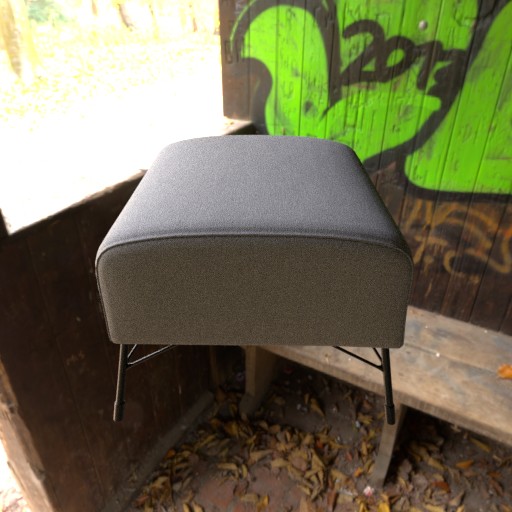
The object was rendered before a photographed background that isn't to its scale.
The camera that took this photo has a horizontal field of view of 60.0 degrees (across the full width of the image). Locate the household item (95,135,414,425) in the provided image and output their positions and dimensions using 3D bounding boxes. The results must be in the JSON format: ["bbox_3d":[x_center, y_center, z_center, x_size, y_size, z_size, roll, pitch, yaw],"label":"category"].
[{"bbox_3d":[0.000,0.000,0.947,0.530,0.410,0.530,0,31,1],"label":"household item"}]
